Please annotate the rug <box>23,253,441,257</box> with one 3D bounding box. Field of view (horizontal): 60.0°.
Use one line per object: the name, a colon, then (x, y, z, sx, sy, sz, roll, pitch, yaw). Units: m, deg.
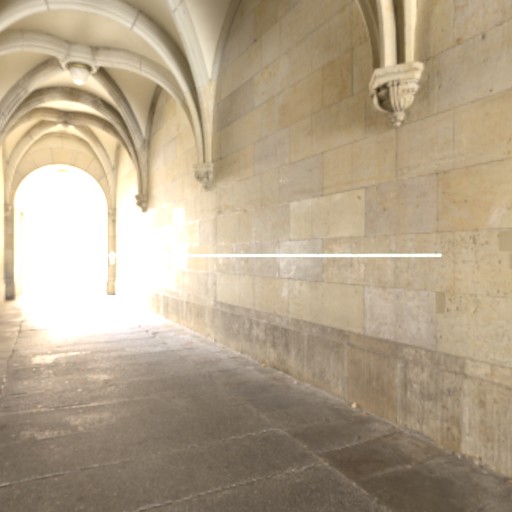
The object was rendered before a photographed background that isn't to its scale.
rug: (0.000, 0.000, 4.120, 3.039, 0.019, 2.420, 0, 0, 19)
